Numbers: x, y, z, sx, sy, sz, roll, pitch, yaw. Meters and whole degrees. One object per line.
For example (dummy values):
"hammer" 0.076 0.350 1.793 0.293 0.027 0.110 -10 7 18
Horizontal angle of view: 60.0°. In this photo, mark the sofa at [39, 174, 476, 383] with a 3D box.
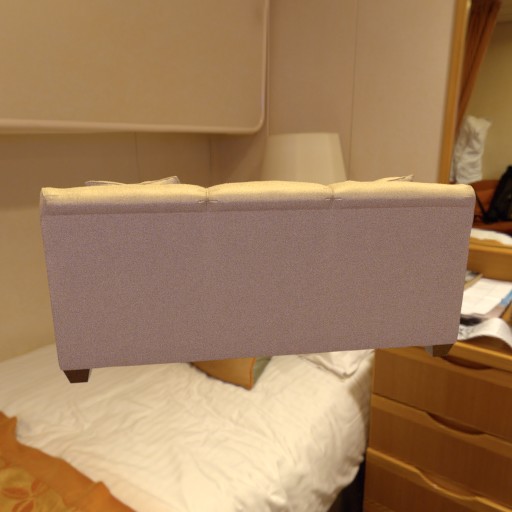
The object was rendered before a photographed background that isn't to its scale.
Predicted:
"sofa" 0.000 0.000 2.558 2.024 0.958 0.997 -2 15 -8
